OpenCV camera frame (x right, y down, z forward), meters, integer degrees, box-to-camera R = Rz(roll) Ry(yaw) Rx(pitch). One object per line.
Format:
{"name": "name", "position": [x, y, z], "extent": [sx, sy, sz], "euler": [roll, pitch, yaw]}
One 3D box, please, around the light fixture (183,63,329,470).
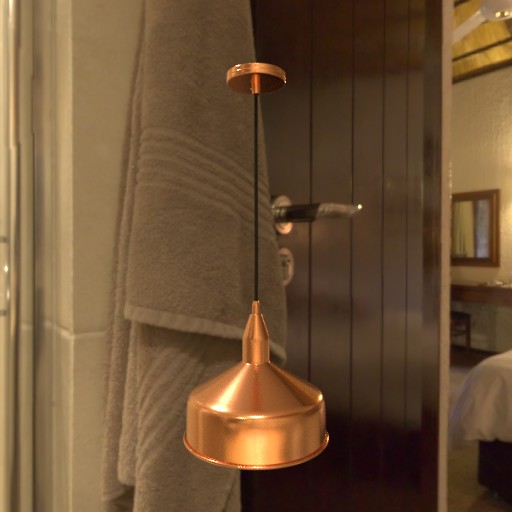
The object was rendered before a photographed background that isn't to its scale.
{"name": "light fixture", "position": [0.000, 0.000, 0.927], "extent": [0.301, 0.754, 0.301], "euler": [0, 0, 17]}
